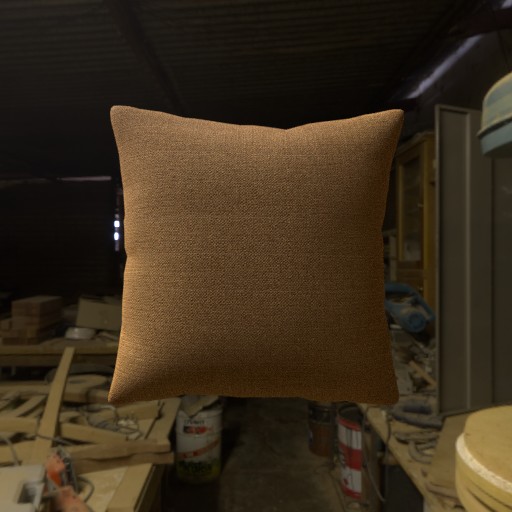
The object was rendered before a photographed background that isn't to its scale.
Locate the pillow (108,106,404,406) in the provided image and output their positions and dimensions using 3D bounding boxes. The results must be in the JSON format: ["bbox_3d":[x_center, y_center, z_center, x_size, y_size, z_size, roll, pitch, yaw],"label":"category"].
[{"bbox_3d":[0.000,0.000,0.655,0.432,0.437,0.147,0,0,-1],"label":"pillow"}]
